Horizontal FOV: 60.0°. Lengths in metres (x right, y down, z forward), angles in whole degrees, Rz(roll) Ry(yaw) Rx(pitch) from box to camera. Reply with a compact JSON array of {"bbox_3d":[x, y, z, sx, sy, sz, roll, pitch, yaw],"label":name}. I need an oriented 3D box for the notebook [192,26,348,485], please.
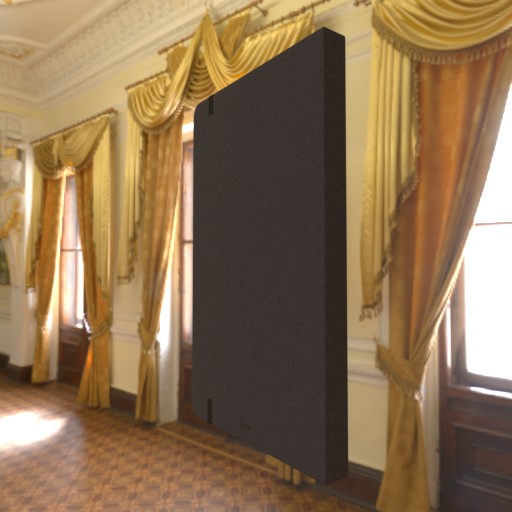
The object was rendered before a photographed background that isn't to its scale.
[{"bbox_3d":[0.000,0.000,0.260,0.016,0.213,0.127,1,-2,-37],"label":"notebook"}]
